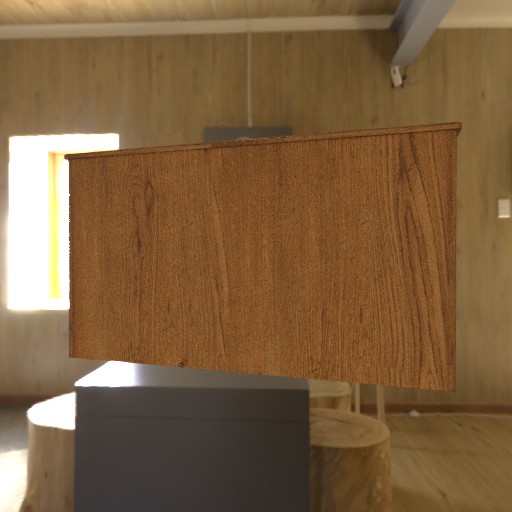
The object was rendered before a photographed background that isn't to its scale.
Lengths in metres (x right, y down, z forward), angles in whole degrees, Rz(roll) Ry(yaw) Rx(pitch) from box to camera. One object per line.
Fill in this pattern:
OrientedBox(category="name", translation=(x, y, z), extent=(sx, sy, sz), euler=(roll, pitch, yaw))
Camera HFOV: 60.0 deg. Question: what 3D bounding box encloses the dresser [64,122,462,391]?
OrientedBox(category="dresser", translation=(0.000, 0.000, 2.039), extent=(1.657, 0.932, 0.563), euler=(0, 1, 18))
